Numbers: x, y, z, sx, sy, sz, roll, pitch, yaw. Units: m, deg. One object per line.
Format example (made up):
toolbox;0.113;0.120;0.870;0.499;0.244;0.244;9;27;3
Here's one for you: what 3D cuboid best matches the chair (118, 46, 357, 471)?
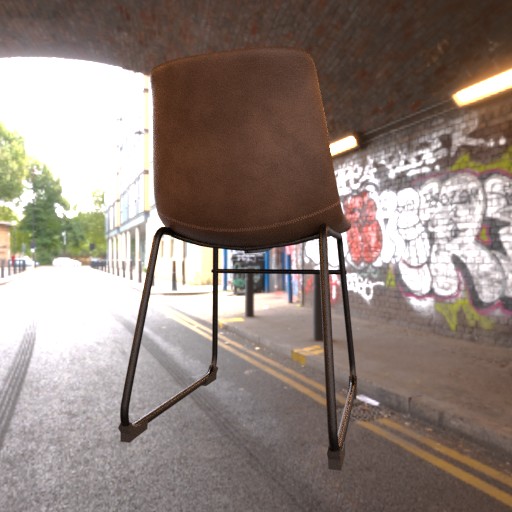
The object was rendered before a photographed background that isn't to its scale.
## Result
chair;0.000;0.000;1.093;0.460;0.780;0.551;0;0;16
